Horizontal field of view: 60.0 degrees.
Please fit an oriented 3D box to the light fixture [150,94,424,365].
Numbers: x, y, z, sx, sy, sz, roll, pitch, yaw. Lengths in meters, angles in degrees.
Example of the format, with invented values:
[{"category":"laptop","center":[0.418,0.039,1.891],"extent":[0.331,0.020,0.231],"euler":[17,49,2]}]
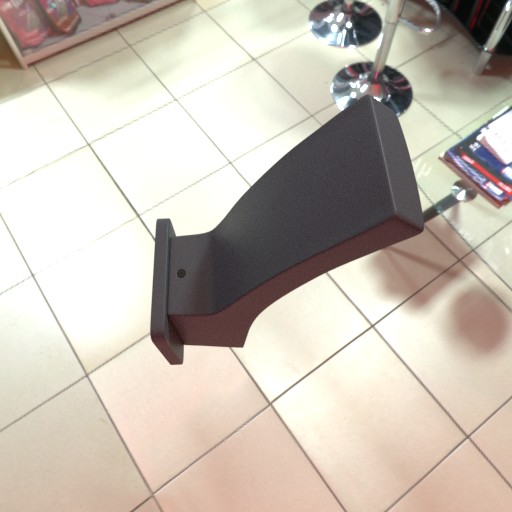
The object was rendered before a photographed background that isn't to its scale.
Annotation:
[{"category":"light fixture","center":[0.000,0.000,0.337],"extent":[0.174,0.243,0.108],"euler":[-3,64,-1]}]
